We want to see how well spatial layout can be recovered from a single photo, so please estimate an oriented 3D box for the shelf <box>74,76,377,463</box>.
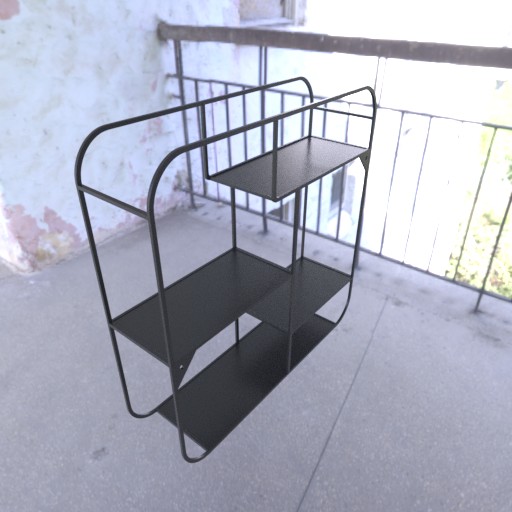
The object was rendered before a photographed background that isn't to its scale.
[{"bbox_3d":[0.000,0.000,0.893,0.160,0.600,0.600,23,39,32],"label":"shelf"}]
